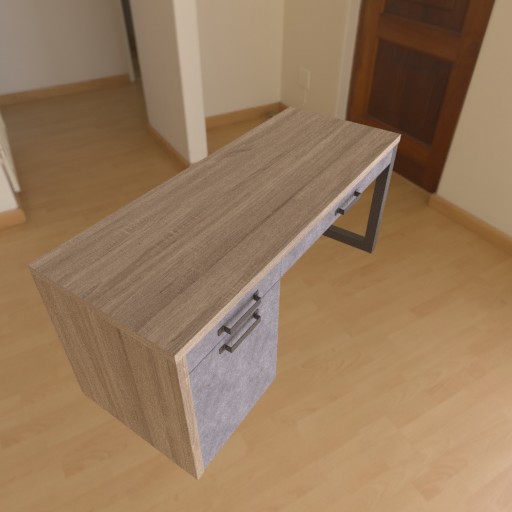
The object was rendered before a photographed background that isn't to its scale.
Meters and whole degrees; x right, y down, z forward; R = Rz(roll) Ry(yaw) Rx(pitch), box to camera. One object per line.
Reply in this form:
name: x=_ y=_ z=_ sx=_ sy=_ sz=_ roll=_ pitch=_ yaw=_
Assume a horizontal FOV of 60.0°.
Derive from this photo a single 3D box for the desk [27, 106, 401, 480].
desk: x=0.000 y=0.000 z=2.114 sx=0.690 sy=0.760 sz=1.700 roll=24 pitch=45 yaw=26
